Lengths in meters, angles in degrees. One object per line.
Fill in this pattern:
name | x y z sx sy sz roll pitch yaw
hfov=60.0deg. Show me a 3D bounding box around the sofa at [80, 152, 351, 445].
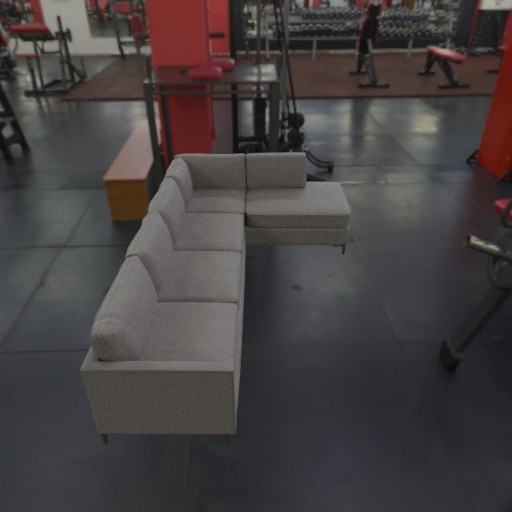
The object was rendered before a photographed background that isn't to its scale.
sofa | 0.000 0.000 4.157 2.077 0.964 3.331 0 32 0
